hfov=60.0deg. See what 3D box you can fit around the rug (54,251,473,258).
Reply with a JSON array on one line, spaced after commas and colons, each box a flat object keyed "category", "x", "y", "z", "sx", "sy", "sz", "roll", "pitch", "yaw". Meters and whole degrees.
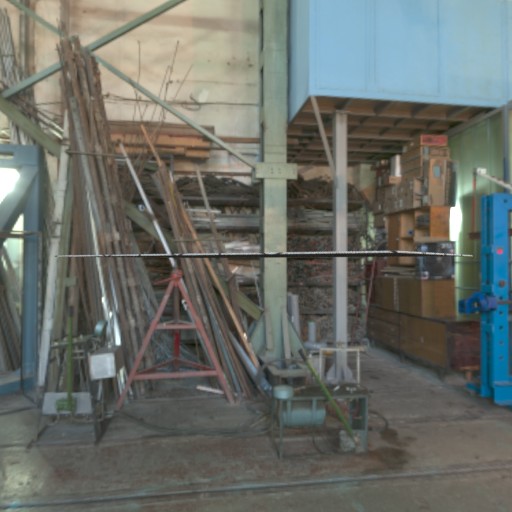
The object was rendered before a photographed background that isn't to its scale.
[{"category": "rug", "x": 0.000, "y": 0.000, "z": 3.059, "sx": 2.465, "sy": 0.008, "sz": 1.526, "roll": -1, "pitch": -1, "yaw": 36}]
